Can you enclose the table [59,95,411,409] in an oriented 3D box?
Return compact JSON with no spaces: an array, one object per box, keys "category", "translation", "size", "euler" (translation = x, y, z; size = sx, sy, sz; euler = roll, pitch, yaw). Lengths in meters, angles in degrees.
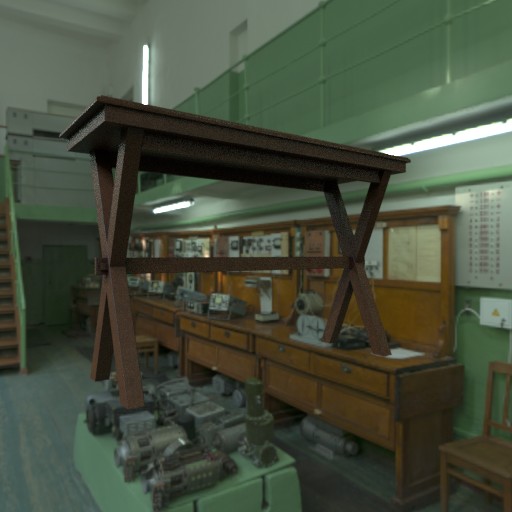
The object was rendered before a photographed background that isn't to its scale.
[{"category":"table","translation":[0.000,0.000,1.547],"size":[1.197,0.763,0.399],"euler":[0,0,-35]}]
